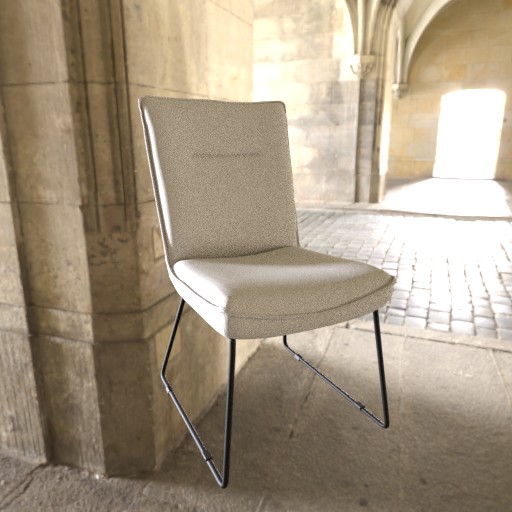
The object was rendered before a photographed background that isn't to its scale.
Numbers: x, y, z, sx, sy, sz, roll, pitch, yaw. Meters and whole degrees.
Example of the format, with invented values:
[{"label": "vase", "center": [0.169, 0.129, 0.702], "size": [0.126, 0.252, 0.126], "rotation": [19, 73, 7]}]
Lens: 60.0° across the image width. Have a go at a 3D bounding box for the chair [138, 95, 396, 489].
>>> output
[{"label": "chair", "center": [0.000, 0.000, 1.317], "size": [0.515, 0.930, 0.688], "rotation": [-7, 17, -25]}]
